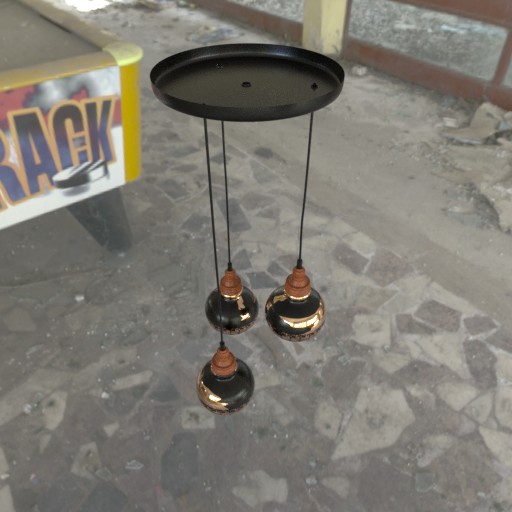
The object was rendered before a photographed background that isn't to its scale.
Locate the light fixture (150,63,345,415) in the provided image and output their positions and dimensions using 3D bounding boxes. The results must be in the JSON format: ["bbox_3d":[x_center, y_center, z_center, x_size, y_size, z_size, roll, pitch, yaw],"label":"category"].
[{"bbox_3d":[0.000,0.000,1.738,0.605,1.410,0.608,0,40,-1],"label":"light fixture"}]
